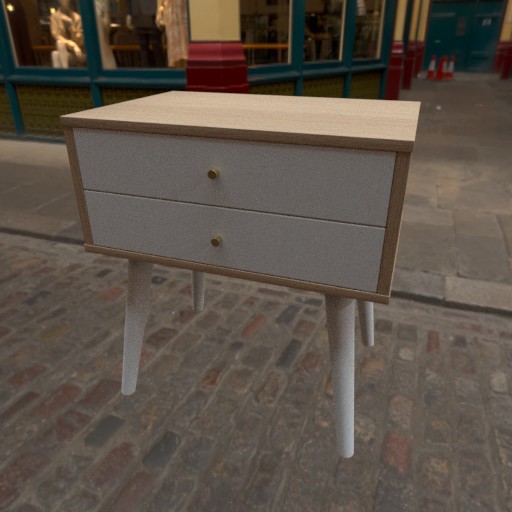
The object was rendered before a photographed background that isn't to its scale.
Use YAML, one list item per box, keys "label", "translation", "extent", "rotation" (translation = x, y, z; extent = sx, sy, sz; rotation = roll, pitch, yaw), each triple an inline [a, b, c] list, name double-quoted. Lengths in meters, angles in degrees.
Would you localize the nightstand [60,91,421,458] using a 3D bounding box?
- label: "nightstand"
  translation: [0.000, 0.000, 0.958]
  extent: [0.571, 0.610, 0.407]
  rotation: [9, 28, 17]
